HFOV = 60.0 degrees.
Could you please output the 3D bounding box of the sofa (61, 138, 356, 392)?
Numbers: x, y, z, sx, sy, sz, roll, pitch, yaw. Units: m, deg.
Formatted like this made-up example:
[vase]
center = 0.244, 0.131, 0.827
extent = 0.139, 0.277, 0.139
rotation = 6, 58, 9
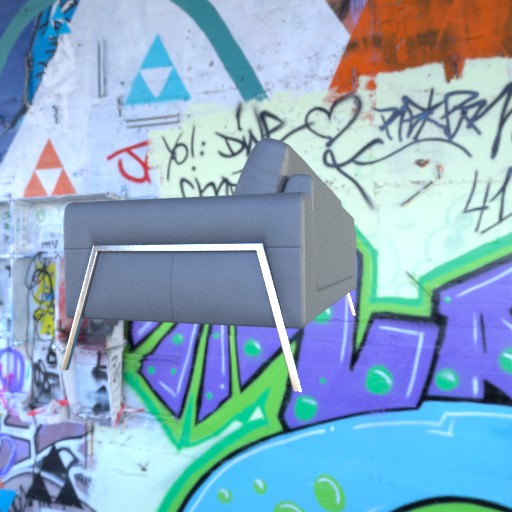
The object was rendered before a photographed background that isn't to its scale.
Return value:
[sofa]
center = 0.000, 0.000, 2.505
extent = 0.953, 0.875, 2.017
rotation = 0, 0, 17
